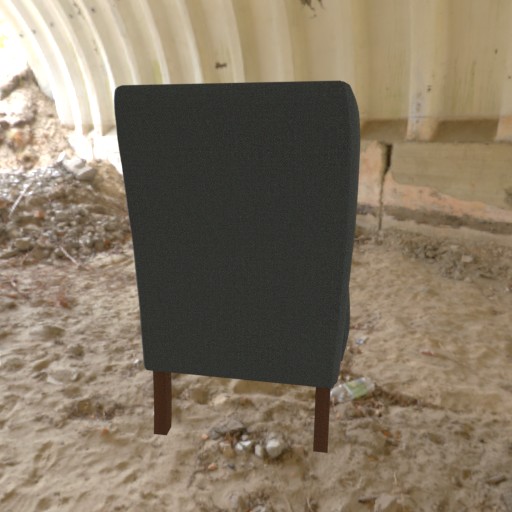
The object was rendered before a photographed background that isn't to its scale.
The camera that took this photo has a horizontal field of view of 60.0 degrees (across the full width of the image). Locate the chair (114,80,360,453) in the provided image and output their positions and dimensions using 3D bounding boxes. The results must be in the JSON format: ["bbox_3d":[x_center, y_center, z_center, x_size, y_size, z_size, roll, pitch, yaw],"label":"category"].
[{"bbox_3d":[0.000,0.000,1.178,0.513,0.804,0.592,2,15,9],"label":"chair"}]
